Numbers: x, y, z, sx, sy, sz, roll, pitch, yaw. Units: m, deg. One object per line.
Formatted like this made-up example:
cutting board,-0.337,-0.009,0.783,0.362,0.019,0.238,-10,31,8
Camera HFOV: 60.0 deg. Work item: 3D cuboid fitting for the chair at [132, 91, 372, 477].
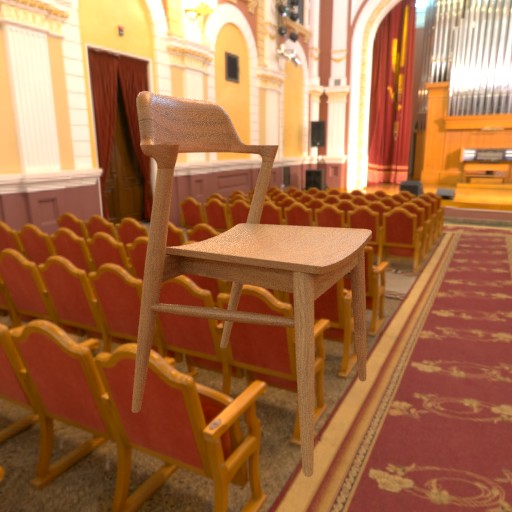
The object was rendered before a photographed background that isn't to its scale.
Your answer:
chair,0.000,0.000,1.129,0.499,0.792,0.512,7,16,27
